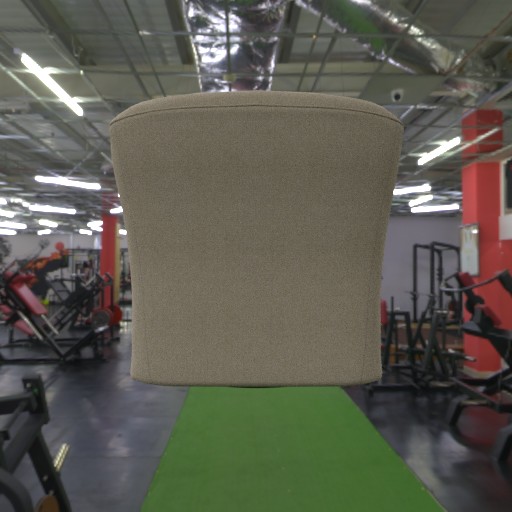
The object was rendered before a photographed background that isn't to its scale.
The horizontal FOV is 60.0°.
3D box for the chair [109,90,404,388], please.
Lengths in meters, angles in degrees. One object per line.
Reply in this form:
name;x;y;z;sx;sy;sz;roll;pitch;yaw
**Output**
chair;0.000;0.000;1.590;0.864;0.856;0.923;0;-2;0
